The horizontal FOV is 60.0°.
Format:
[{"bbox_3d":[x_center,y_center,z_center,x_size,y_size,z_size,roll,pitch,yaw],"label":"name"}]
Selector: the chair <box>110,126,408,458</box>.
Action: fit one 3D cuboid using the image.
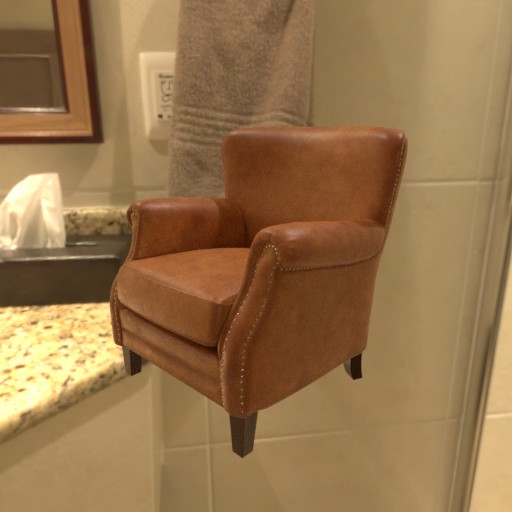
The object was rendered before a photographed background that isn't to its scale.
[{"bbox_3d":[0.000,0.000,1.661,0.861,0.936,0.921,15,22,42],"label":"chair"}]
